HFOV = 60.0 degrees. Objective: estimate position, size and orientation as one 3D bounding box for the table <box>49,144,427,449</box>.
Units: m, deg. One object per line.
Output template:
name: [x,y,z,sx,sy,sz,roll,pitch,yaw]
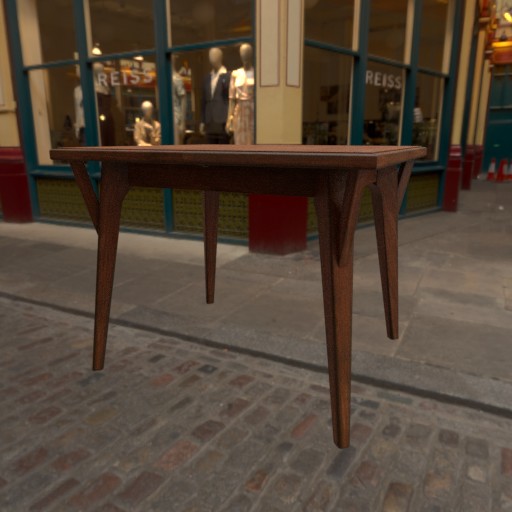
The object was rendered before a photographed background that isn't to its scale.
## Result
table: [0.000,0.000,1.592,0.991,0.761,0.838,7,17,26]
